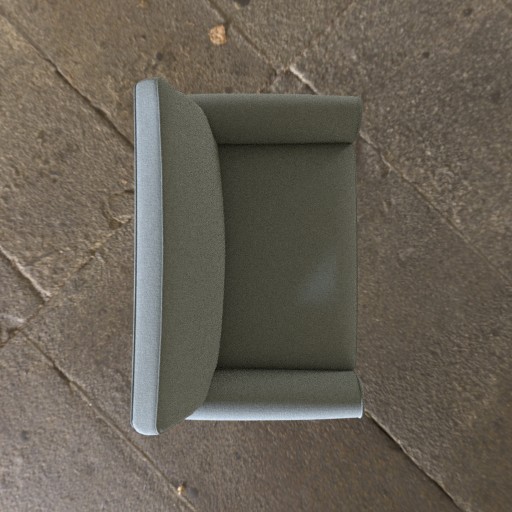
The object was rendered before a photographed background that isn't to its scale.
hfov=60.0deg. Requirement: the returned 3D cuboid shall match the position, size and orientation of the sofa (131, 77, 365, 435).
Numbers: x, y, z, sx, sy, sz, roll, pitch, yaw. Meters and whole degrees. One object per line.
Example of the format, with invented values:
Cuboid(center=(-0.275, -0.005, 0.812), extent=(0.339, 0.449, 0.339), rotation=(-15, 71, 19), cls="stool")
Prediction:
Cuboid(center=(0.000, 0.000, 2.002), extent=(0.940, 0.953, 1.410), rotation=(0, 89, -1), cls="sofa")
